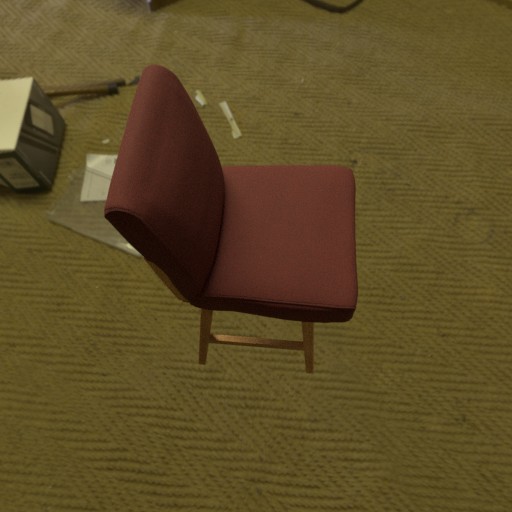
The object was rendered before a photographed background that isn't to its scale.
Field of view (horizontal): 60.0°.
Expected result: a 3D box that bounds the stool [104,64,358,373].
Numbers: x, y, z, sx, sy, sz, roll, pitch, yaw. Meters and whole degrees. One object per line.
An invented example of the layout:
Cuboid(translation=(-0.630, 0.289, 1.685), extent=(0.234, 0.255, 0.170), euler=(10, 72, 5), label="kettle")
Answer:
Cuboid(translation=(0.000, 0.000, 1.385), extent=(0.562, 1.093, 0.468), euler=(4, 63, 2), label="stool")
